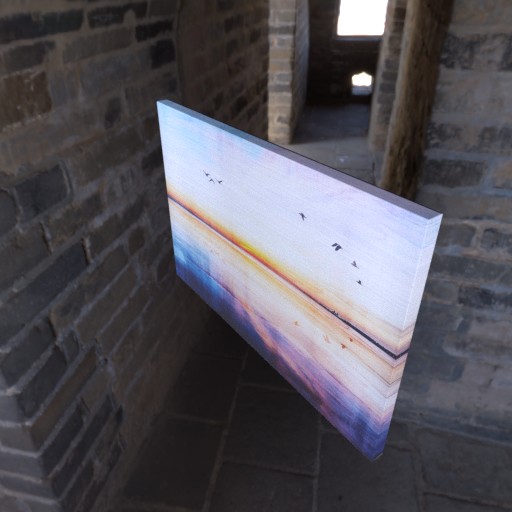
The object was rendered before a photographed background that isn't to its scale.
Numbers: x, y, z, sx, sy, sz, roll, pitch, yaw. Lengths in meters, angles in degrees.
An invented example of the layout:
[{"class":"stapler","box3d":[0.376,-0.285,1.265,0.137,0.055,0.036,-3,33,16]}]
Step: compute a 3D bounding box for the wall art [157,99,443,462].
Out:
[{"class":"wall art","box3d":[0.000,0.000,1.138,0.037,0.605,0.911,-22,38,-30]}]
